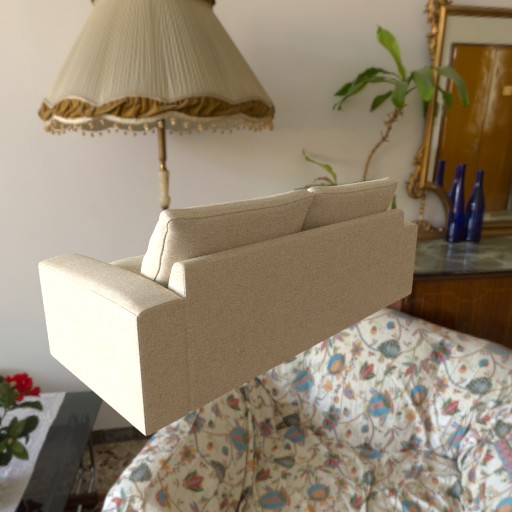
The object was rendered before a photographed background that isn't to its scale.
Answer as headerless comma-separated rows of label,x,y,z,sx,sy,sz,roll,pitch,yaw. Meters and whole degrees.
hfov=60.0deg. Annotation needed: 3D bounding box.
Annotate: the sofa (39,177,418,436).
sofa,0.000,0.000,2.795,1.040,0.922,2.299,15,22,43
